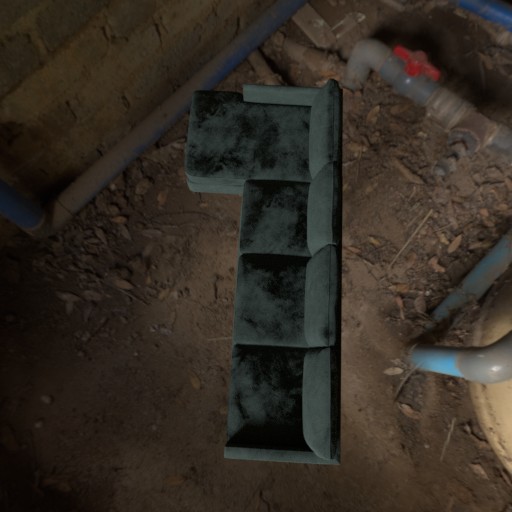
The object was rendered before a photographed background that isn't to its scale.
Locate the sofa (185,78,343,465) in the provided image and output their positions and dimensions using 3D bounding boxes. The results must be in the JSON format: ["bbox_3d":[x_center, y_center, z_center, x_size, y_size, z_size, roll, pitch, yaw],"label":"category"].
[{"bbox_3d":[0.000,0.000,4.089,1.500,0.967,3.400,3,75,1],"label":"sofa"}]
